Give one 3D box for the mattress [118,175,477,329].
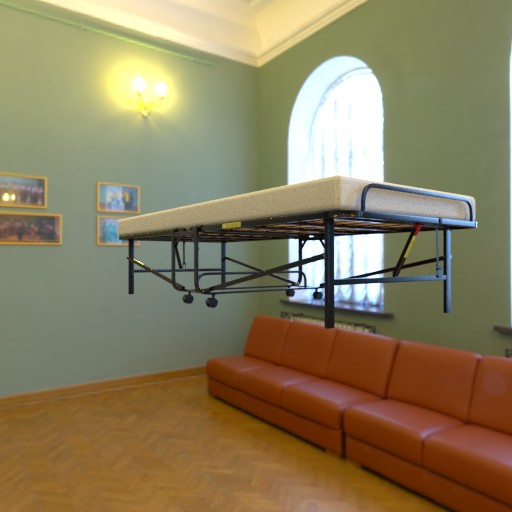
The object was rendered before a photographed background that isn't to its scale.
[{"bbox_3d":[0.000,0.000,2.527,0.922,0.519,2.153,0,-1,-37],"label":"mattress"}]
